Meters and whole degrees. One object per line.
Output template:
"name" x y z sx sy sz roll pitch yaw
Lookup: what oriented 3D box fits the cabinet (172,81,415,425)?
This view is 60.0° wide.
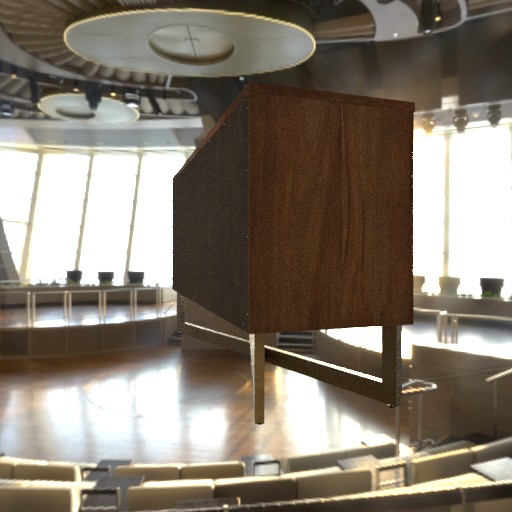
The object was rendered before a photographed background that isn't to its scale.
"cabinet" 0.000 0.000 1.751 0.480 0.812 1.373 0 0 -18
